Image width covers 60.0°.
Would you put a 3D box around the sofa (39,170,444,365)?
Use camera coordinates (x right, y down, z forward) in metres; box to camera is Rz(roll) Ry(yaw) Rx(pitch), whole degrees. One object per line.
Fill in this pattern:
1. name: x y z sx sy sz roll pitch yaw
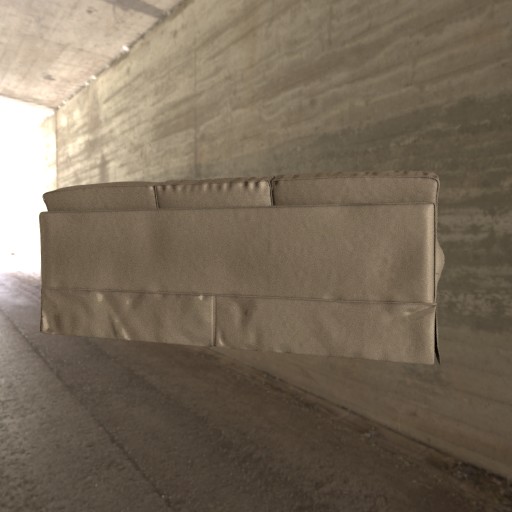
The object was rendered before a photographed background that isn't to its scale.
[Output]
1. sofa: 0.000 0.000 3.289 2.475 0.978 1.733 1 2 18
